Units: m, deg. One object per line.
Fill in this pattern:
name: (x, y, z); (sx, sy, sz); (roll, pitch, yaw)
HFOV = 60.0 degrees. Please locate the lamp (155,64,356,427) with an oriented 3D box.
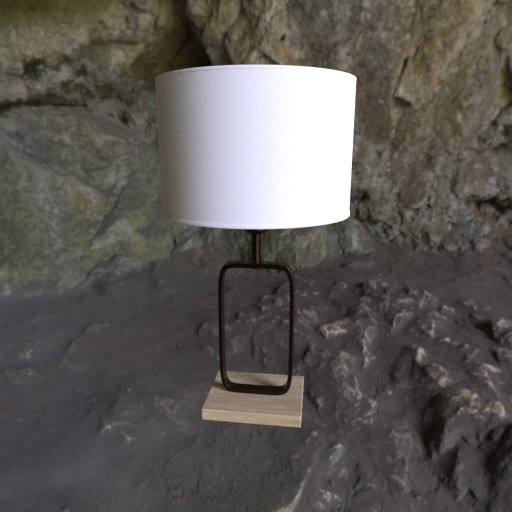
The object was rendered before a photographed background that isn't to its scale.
lamp: (0.000, 0.000, 0.689); (0.279, 0.508, 0.279); (2, 14, 8)
